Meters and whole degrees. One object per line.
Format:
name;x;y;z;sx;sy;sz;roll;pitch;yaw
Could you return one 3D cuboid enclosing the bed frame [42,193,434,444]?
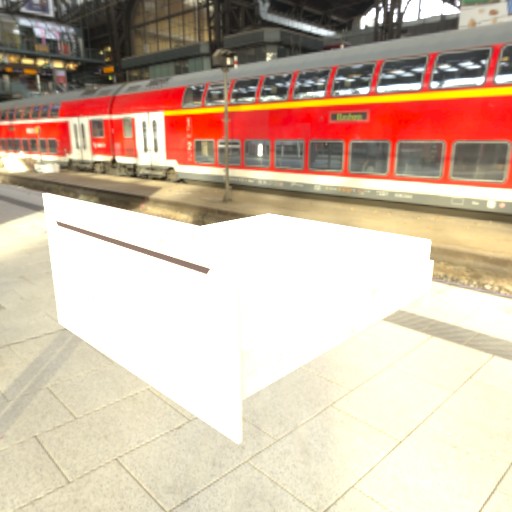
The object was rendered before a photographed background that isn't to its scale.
bed frame;0.000;0.000;3.077;1.800;0.900;2.080;14;21;42
